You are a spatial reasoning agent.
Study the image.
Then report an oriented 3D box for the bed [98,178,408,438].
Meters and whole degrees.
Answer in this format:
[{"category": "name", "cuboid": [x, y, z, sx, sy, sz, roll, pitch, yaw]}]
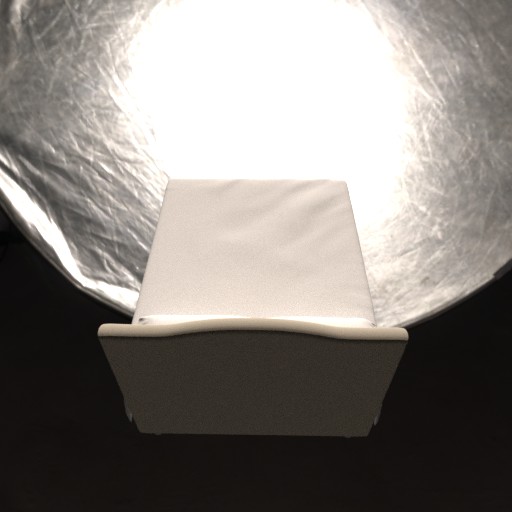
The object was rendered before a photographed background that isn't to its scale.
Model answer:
[{"category": "bed", "cuboid": [0.000, 0.000, 3.705, 1.977, 1.437, 2.477, 1, 46, 1]}]
